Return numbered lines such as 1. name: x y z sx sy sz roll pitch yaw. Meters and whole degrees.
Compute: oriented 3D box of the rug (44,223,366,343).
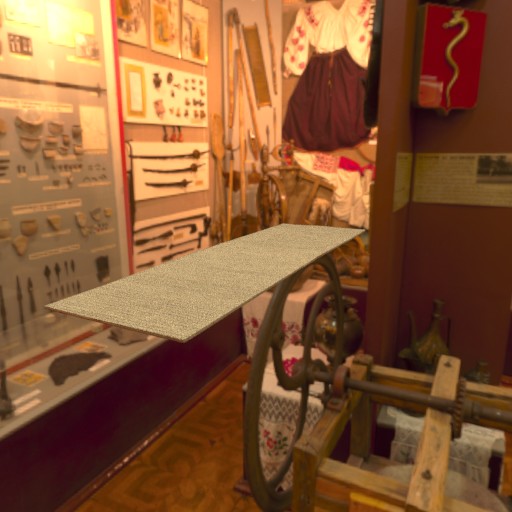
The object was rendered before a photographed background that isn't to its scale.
1. rug: 0.000 0.000 2.600 0.692 0.032 2.320 7 15 27
